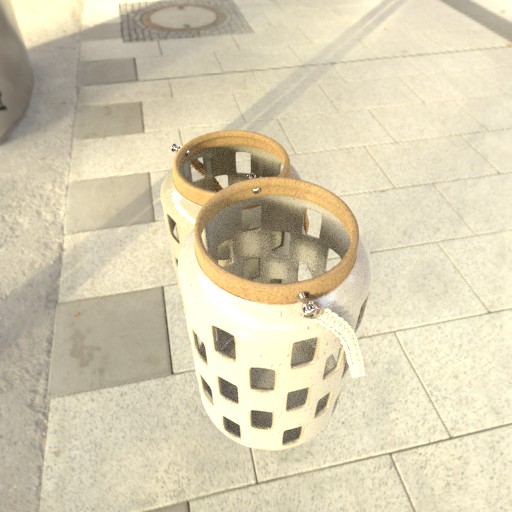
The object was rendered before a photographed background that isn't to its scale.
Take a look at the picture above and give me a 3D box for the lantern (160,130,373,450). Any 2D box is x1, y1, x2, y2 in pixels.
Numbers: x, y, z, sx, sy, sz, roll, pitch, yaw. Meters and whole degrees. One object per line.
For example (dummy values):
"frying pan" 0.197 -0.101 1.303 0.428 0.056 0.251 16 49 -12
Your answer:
"lantern" 0.000 0.000 0.500 0.184 0.255 0.347 -11 47 -10
